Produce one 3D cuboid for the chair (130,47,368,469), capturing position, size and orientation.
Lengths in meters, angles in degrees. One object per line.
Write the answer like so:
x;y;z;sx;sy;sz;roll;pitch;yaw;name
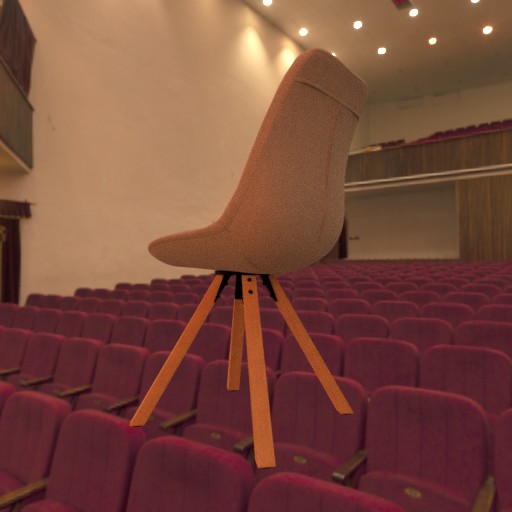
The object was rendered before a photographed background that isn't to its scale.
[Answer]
0.000;0.000;1.165;0.549;0.863;0.474;-1;-1;36;chair
